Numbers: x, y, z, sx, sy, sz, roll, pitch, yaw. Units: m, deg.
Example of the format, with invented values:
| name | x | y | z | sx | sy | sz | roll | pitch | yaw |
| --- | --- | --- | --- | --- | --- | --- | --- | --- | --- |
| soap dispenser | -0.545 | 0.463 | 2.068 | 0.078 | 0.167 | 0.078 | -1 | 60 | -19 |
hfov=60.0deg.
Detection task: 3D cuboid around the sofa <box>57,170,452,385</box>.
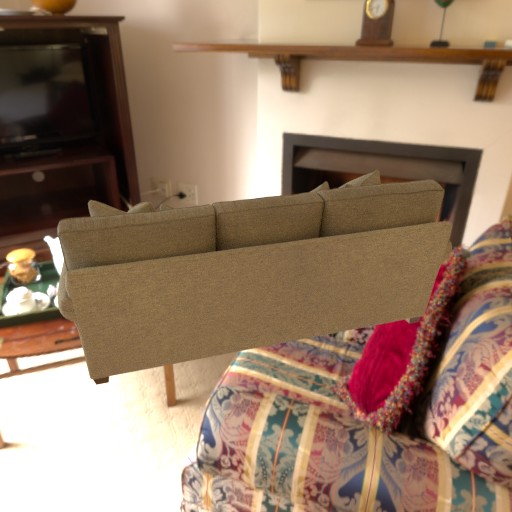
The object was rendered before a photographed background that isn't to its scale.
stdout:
| name | x | y | z | sx | sy | sz | roll | pitch | yaw |
| --- | --- | --- | --- | --- | --- | --- | --- | --- | --- |
| sofa | 0.000 | 0.000 | 2.863 | 2.312 | 0.975 | 0.965 | -8 | 28 | -15 |
